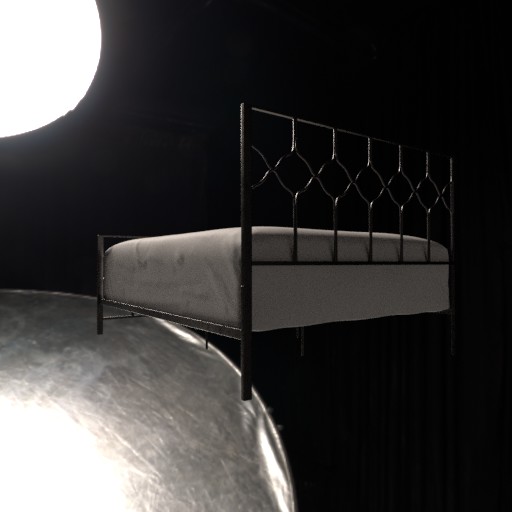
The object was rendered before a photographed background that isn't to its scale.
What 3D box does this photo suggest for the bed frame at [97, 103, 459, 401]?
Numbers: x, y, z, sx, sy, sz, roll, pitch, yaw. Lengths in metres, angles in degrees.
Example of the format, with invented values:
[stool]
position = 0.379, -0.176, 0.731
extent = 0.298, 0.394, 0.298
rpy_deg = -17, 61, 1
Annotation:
[bed frame]
position = 0.000, 0.000, 3.114
extent = 1.597, 1.222, 2.063
rpy_deg = 1, -1, -36
